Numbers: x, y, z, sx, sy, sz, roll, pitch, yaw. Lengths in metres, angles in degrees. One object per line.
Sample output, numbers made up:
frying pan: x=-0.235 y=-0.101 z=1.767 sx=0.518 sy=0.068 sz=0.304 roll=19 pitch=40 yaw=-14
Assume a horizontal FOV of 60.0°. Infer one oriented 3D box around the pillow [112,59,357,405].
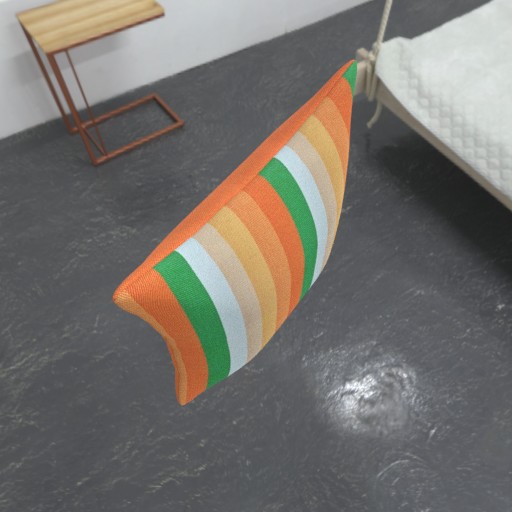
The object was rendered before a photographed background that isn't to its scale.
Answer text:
pillow: x=0.000 y=0.000 z=0.703 sx=0.169 sy=0.444 sz=0.453 roll=33 pitch=64 yaw=18
